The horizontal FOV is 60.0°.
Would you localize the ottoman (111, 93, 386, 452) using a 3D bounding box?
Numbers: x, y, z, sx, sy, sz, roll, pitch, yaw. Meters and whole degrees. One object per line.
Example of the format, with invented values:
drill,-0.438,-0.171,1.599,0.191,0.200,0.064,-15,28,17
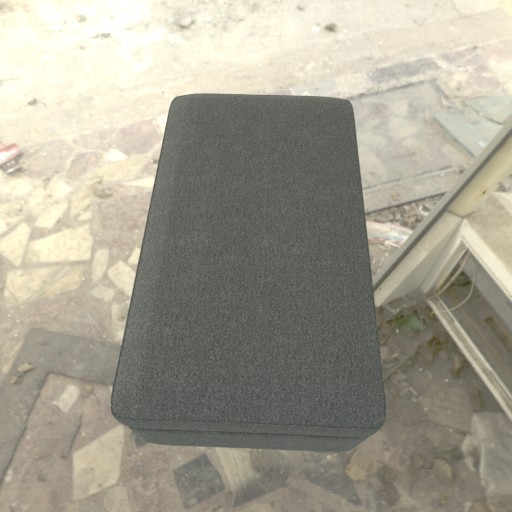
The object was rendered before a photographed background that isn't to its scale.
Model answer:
ottoman,0.000,0.000,1.518,0.681,0.494,1.173,2,59,1
